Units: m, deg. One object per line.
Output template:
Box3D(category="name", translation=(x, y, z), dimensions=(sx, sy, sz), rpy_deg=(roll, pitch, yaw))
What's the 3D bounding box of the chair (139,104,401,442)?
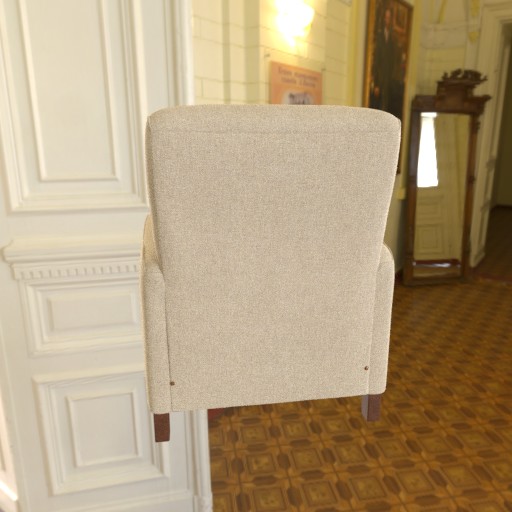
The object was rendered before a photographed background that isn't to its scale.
Box3D(category="chair", translation=(0.000, 0.000, 1.660), dimensions=(0.845, 1.023, 0.859), rpy_deg=(-2, 15, -9))
